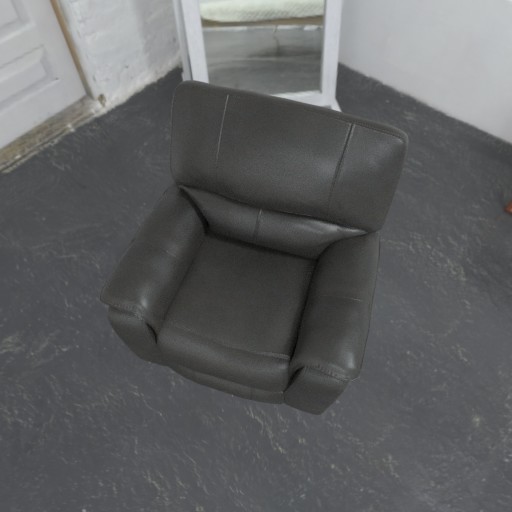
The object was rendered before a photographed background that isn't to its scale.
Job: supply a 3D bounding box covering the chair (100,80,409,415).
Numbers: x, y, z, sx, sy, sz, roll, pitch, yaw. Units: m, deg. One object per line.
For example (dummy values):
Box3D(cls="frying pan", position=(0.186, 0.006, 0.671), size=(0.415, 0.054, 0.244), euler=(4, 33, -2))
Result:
Box3D(cls="chair", position=(0.000, 0.000, 2.040), size=(1.096, 1.109, 1.087), euler=(15, 60, 9))
